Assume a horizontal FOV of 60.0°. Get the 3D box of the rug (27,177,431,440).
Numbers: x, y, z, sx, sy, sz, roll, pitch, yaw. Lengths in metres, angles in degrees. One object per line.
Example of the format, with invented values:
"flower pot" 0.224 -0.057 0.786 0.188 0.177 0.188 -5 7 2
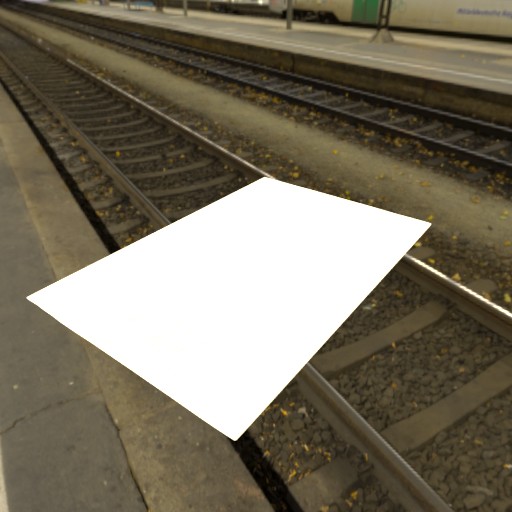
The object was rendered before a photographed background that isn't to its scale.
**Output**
"rug" 0.000 0.000 2.331 1.234 0.006 1.850 22 38 31
